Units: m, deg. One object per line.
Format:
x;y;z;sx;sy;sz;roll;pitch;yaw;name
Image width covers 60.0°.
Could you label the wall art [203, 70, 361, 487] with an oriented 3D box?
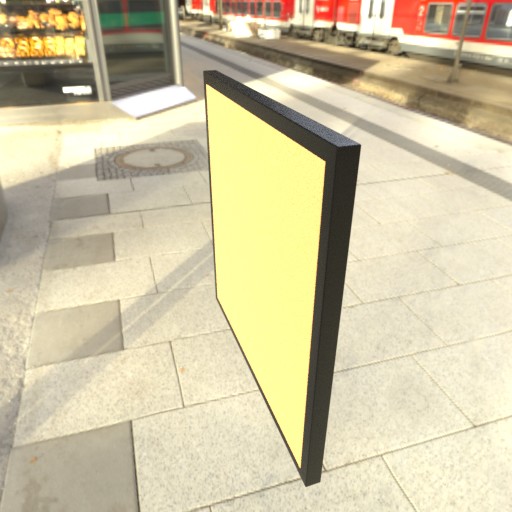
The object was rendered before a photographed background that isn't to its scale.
0.000;0.000;1.098;0.038;0.761;0.755;-10;32;-17;wall art
